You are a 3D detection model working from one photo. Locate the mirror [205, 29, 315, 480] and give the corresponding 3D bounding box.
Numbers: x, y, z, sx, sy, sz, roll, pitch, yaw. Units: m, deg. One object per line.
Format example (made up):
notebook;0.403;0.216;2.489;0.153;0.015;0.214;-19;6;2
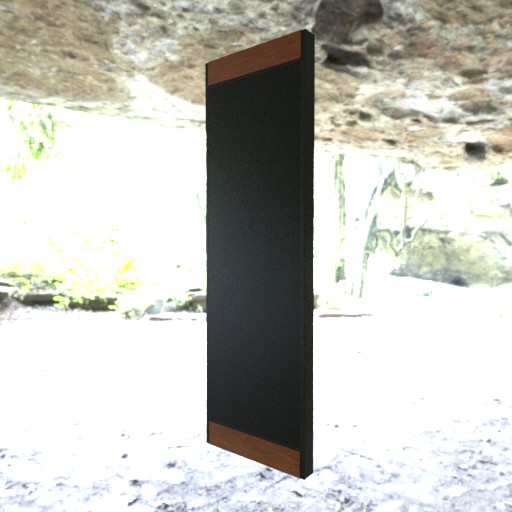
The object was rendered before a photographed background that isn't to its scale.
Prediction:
mirror;0.000;0.000;1.223;0.343;1.123;0.047;1;2;38
